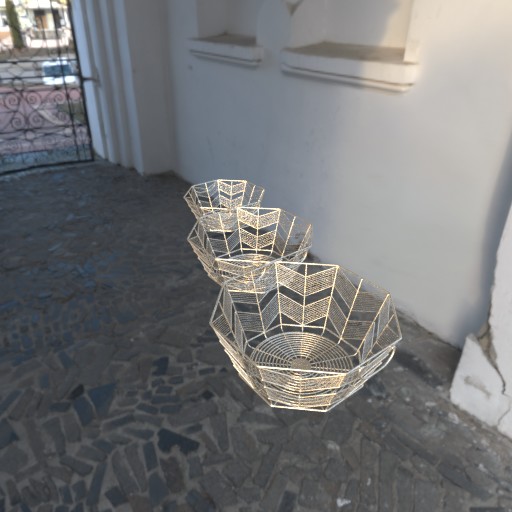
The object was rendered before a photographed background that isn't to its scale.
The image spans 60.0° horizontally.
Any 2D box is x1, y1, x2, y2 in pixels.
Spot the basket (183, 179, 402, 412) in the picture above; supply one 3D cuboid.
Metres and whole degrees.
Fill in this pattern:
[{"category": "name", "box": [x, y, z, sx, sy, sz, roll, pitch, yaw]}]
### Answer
[{"category": "basket", "box": [0.000, 0.000, 1.379, 0.432, 0.178, 1.246, -8, 30, -13]}]
